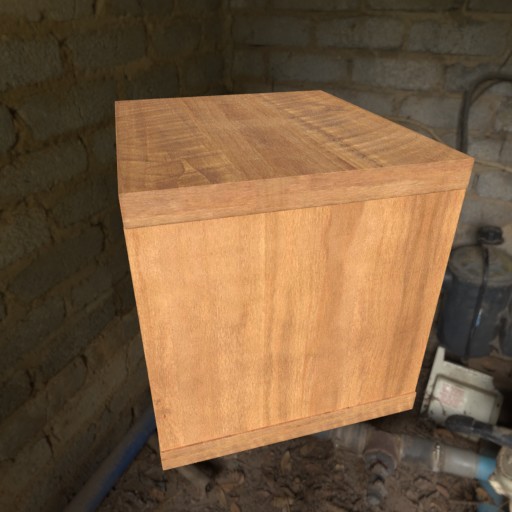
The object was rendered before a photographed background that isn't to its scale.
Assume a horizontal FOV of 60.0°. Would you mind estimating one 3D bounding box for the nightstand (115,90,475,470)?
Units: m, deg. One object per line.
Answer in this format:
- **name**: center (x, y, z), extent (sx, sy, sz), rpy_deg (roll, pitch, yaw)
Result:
- **nightstand**: center (0.000, 0.000, 0.831), extent (0.436, 0.491, 0.493), rpy_deg (-8, 31, -14)
